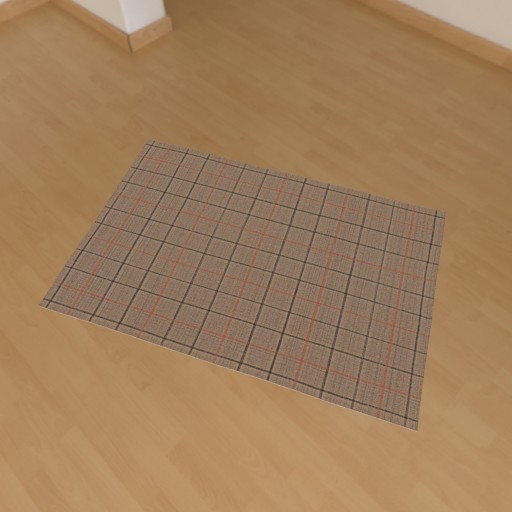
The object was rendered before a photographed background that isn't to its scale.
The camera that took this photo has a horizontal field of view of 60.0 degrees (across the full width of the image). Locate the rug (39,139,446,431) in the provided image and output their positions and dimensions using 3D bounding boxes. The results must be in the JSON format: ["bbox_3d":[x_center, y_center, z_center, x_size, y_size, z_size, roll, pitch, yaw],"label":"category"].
[{"bbox_3d":[0.000,0.000,2.316,1.829,0.013,1.220,16,59,10],"label":"rug"}]
